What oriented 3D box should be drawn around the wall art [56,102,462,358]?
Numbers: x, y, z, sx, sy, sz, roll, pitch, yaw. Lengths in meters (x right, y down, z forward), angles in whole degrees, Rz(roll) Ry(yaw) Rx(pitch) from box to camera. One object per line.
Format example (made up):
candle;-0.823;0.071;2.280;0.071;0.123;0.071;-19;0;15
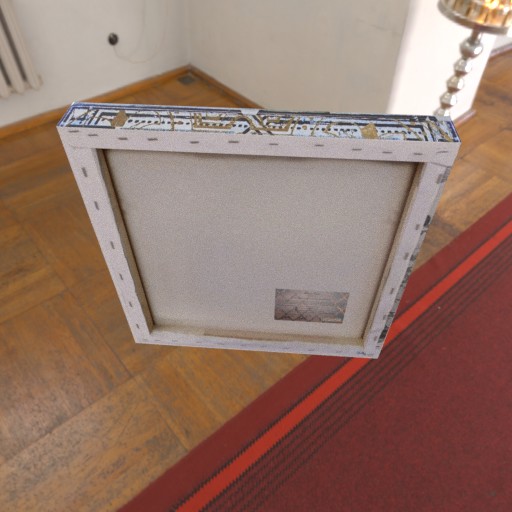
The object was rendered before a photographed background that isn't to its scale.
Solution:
wall art;0.000;0.000;0.453;0.302;0.306;0.038;3;47;3
